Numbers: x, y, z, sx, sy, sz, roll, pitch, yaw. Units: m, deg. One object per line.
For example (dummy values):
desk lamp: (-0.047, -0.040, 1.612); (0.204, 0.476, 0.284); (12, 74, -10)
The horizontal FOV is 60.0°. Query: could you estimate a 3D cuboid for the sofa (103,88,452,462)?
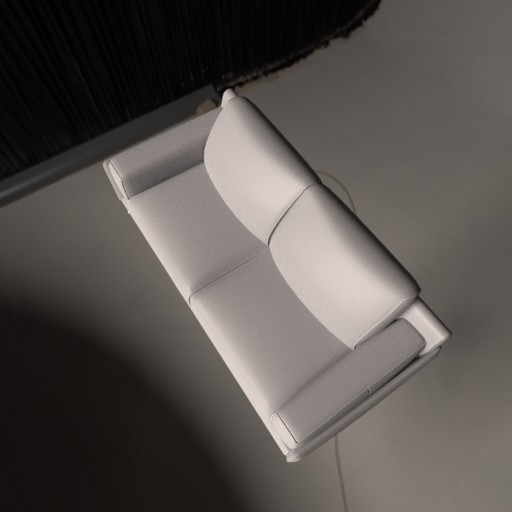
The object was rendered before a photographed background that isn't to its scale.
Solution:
sofa: (0.000, 0.000, 2.644); (0.969, 0.900, 2.100); (-31, 67, -15)
